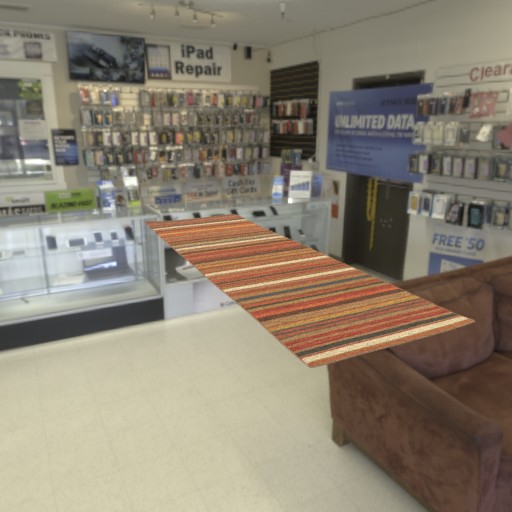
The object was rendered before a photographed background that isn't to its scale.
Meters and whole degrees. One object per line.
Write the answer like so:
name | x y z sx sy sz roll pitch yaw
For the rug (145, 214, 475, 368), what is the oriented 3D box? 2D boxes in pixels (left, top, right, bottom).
rug | 0.000 0.000 2.683 0.799 0.030 2.444 -8 19 -25
